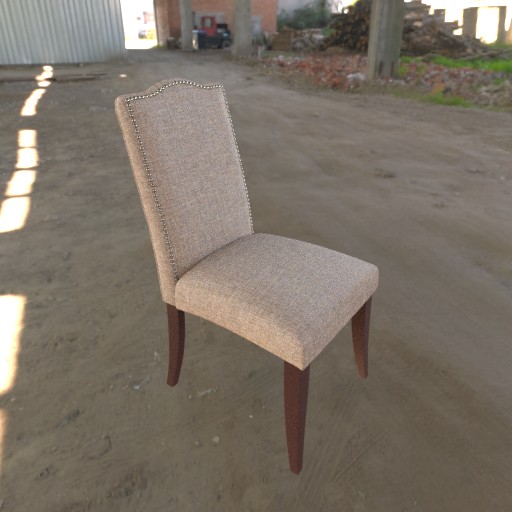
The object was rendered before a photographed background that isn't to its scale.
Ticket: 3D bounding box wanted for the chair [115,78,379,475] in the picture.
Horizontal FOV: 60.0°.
[{"bbox_3d":[0.000,0.000,1.404,0.660,1.016,0.513,18,32,31],"label":"chair"}]
